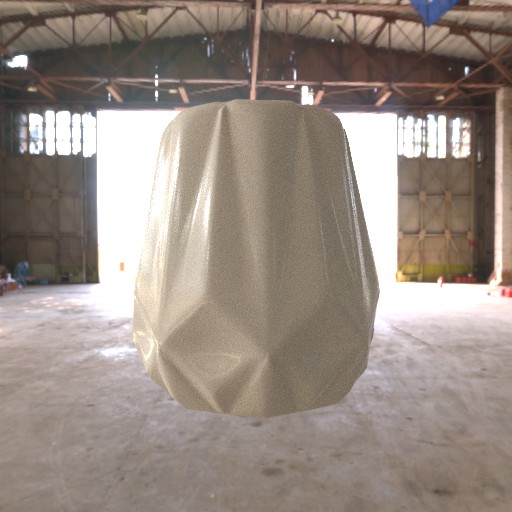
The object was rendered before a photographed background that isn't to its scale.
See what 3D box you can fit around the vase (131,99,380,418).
[{"bbox_3d":[0.000,0.000,0.260,0.141,0.152,0.141,0,1,0],"label":"vase"}]
